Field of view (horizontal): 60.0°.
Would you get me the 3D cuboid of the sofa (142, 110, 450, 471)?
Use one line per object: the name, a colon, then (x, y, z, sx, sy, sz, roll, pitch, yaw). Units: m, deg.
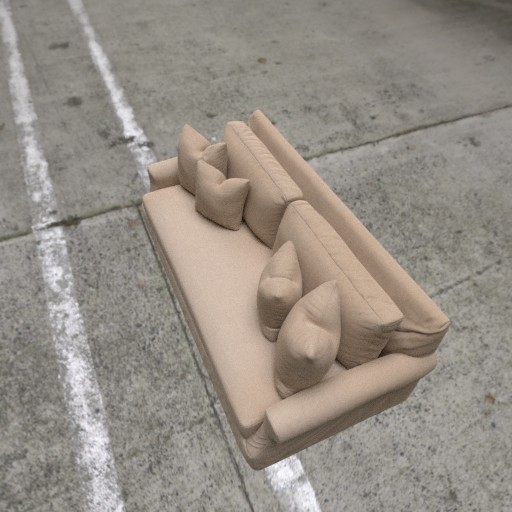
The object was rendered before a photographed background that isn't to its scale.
sofa: (0.000, 0.000, 2.858, 1.067, 0.904, 2.285, -18, 50, -16)
